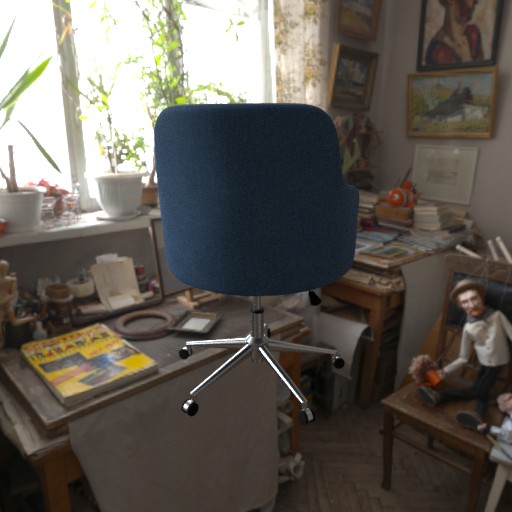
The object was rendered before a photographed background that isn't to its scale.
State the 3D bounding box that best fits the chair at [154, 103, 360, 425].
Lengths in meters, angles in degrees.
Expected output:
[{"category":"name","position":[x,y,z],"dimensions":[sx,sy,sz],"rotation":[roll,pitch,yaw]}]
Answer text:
[{"category":"chair","position":[0.000,0.000,1.311],"dimensions":[0.599,0.820,0.655],"rotation":[2,15,7]}]
